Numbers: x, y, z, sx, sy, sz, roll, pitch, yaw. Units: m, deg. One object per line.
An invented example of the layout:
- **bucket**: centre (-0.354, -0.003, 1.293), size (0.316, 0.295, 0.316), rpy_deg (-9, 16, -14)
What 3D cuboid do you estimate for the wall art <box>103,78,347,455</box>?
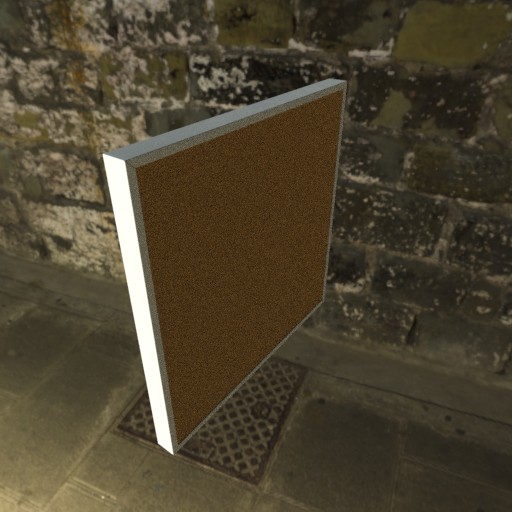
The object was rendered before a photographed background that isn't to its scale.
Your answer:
- **wall art**: centre (0.000, 0.000, 0.778), size (0.037, 0.508, 0.508), rpy_deg (22, 38, 30)
